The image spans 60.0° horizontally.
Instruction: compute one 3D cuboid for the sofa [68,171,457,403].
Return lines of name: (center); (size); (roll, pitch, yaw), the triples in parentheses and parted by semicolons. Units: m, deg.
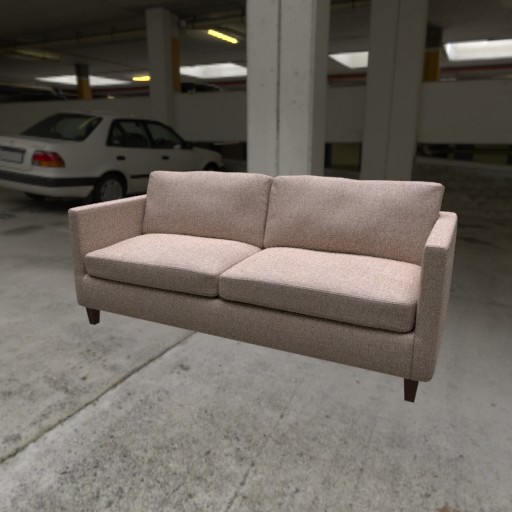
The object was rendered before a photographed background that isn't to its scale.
sofa: (0.000, 0.000, 2.740); (2.208, 0.965, 0.951); (7, 17, 25)
